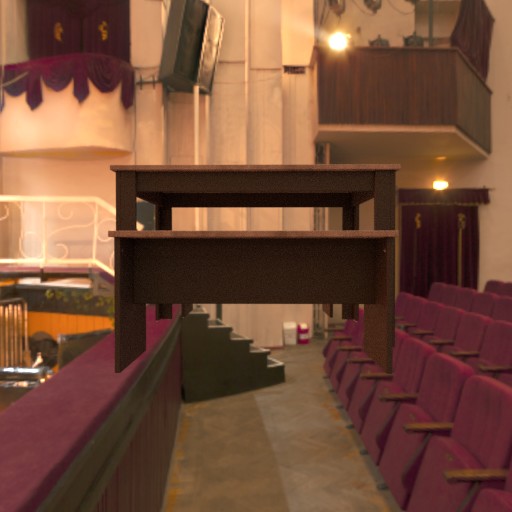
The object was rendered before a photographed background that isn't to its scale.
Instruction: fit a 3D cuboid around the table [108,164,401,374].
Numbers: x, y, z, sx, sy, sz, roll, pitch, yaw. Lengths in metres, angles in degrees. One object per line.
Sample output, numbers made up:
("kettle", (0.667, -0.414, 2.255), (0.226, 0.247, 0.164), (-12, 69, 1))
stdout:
("table", (0.000, 0.000, 2.038), (1.100, 0.700, 1.443), (0, 1, 1))
